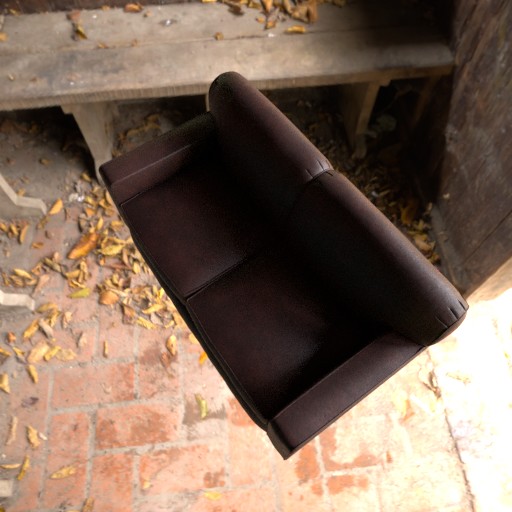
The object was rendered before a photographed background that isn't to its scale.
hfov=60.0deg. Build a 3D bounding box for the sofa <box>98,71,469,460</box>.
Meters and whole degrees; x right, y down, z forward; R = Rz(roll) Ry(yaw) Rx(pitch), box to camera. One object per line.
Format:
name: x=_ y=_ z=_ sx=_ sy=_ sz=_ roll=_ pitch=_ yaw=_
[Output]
sofa: x=0.000 y=0.000 z=2.438 sx=1.000 sy=0.966 sz=1.856 roll=-32 pitch=67 yaw=-16
